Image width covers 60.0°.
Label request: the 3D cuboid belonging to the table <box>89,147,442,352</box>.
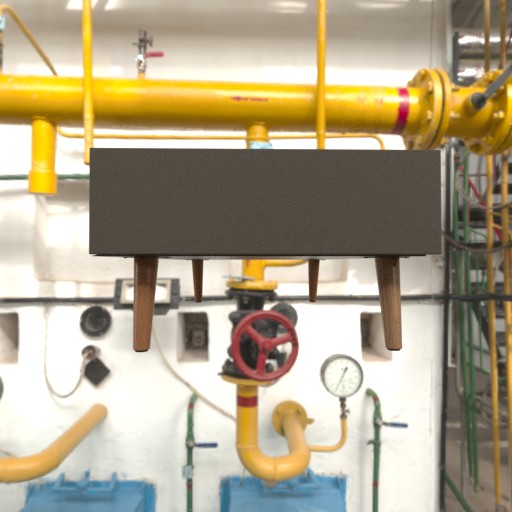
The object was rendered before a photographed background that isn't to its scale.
[{"bbox_3d":[0.000,0.000,1.465,0.703,0.404,1.201,0,-1,-1],"label":"table"}]
